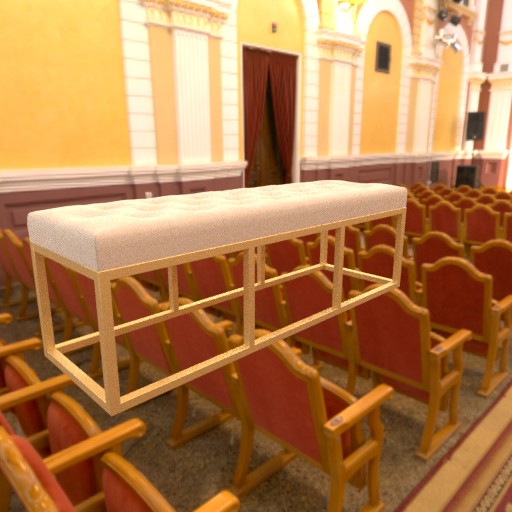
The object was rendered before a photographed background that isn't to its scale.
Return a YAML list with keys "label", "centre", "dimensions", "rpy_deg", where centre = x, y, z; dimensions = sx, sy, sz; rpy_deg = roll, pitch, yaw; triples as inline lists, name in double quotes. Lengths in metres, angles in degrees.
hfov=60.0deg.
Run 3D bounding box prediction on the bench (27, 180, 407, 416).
- label: "bench"
  centre: [0.000, 0.000, 1.711]
  dimensions: [1.473, 0.484, 0.457]
  rpy_deg: [-14, 20, -43]
